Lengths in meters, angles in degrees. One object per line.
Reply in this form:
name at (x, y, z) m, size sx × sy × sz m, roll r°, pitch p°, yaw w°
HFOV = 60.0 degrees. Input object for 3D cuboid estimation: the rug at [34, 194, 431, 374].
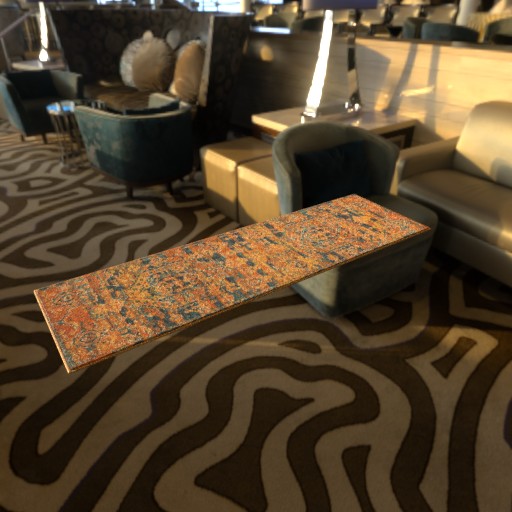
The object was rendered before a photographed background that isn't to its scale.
rug at (0.000, 0.000, 2.051) m, size 1.820 × 0.013 × 0.556 m, roll -19°, pitch 35°, yaw -29°
